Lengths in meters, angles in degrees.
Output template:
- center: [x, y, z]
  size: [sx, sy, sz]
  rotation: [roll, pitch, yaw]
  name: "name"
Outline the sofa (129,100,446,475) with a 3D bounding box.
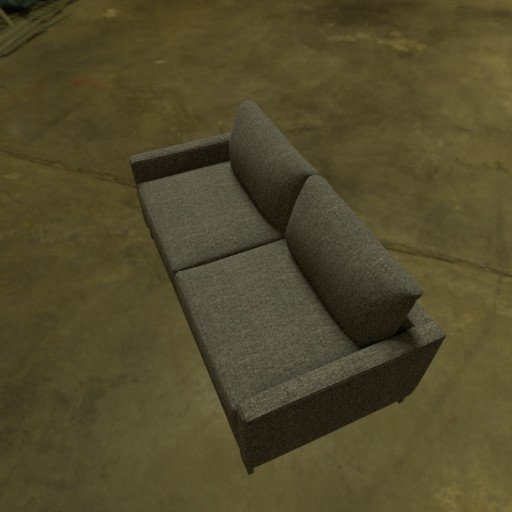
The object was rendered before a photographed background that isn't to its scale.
- center: [0.000, 0.000, 2.239]
  size: [0.866, 0.862, 1.716]
  rotation: [-18, 49, -16]
  name: "sofa"
